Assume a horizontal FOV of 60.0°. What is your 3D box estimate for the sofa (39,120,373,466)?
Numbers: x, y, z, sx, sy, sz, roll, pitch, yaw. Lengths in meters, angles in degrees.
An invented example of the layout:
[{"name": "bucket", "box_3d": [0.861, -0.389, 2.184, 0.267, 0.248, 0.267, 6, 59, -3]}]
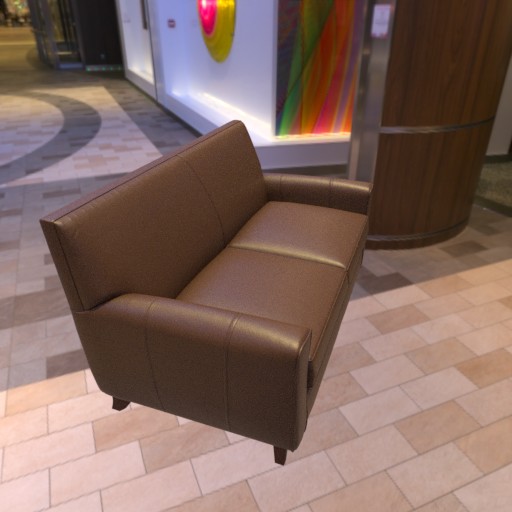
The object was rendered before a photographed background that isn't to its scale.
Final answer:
[{"name": "sofa", "box_3d": [0.000, 0.000, 1.999, 0.853, 0.859, 1.468, 10, 31, 18]}]
